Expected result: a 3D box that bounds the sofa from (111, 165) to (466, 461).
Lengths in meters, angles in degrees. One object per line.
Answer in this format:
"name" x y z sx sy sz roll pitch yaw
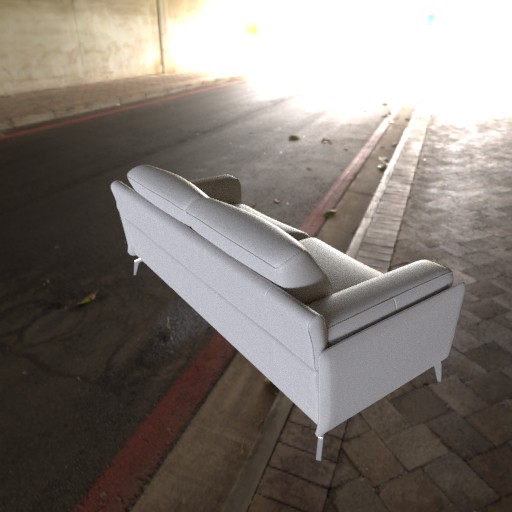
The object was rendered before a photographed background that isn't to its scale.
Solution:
"sofa" 0.000 0.000 2.631 1.049 0.930 2.101 -18 32 -32
